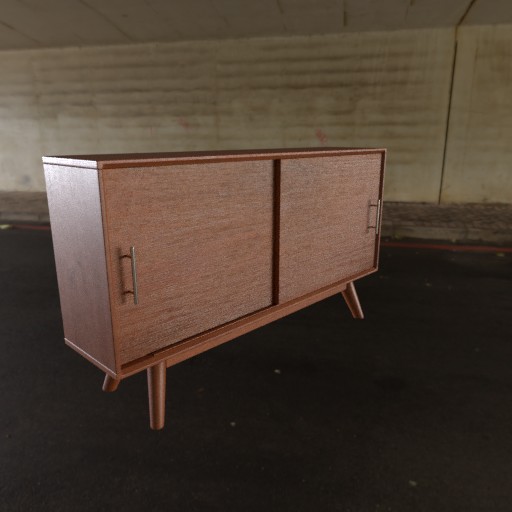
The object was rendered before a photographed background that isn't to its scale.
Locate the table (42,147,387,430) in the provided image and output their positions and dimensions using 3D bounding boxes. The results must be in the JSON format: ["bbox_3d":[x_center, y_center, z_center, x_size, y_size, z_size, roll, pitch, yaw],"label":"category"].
[{"bbox_3d":[0.000,0.000,1.513,0.308,0.698,1.220,14,21,42],"label":"table"}]
